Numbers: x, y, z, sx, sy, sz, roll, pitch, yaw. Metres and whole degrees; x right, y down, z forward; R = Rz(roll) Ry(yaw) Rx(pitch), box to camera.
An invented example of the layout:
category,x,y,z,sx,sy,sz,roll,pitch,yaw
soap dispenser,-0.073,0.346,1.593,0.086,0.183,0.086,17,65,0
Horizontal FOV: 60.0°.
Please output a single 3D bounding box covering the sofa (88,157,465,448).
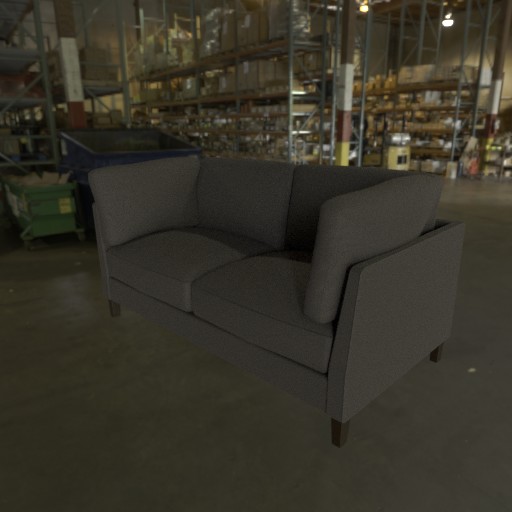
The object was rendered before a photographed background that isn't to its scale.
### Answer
category,x,y,z,sx,sy,sz,roll,pitch,yaw
sofa,0.000,0.000,2.293,1.751,0.920,0.969,15,22,42
